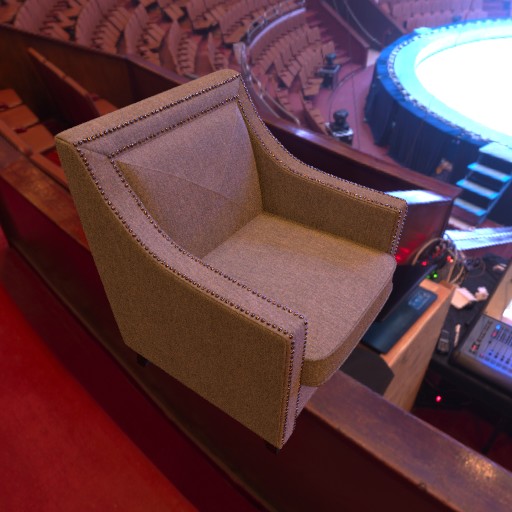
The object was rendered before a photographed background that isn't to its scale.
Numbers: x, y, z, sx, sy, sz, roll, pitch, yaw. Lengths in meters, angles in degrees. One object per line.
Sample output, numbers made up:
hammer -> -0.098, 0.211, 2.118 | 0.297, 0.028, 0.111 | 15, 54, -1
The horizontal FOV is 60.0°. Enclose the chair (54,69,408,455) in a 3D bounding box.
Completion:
chair -> 0.000, 0.000, 1.573 | 0.884, 0.967, 0.776 | 25, 45, 27
